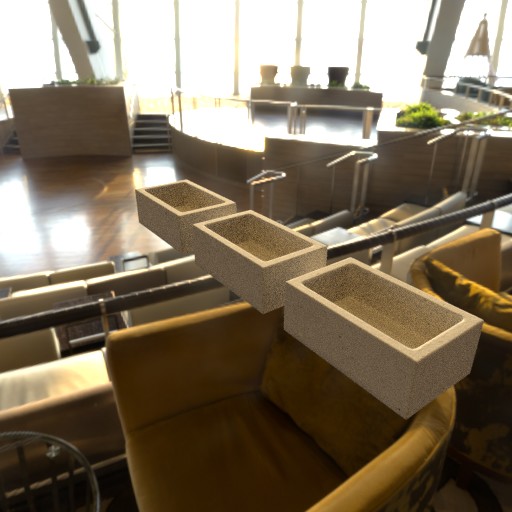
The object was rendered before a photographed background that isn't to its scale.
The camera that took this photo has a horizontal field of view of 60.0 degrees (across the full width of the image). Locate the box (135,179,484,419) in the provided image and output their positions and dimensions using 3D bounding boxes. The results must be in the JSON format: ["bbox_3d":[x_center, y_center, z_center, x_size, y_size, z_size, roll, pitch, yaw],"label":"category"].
[{"bbox_3d":[0.000,0.000,0.485,0.082,0.051,0.461,-18,31,-32],"label":"box"}]
